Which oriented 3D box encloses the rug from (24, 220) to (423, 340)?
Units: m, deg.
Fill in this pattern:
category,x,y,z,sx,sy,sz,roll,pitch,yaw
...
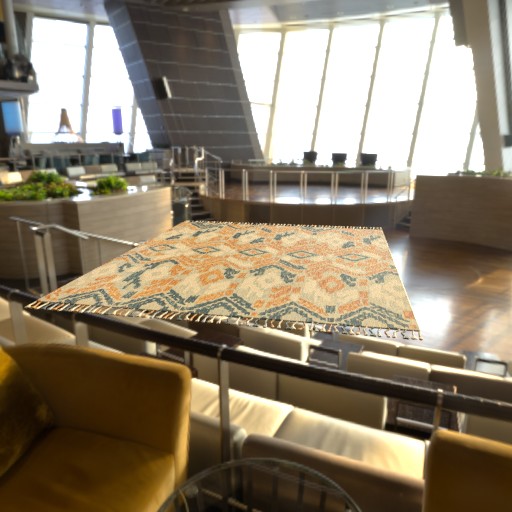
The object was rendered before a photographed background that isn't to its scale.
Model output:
category,x,y,z,sx,sy,sz,roll,pitch,yaw
rug,0.000,0.000,4.052,2.439,0.010,3.048,3,16,11
